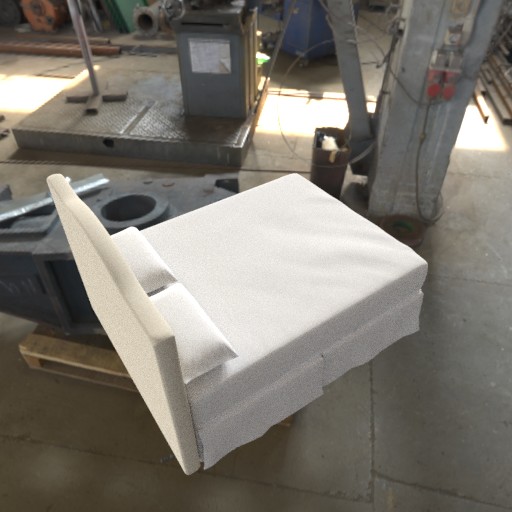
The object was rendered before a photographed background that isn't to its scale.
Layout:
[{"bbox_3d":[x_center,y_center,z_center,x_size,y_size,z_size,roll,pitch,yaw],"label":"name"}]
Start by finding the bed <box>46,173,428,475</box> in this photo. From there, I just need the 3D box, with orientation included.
[{"bbox_3d":[0.000,0.000,3.274,2.196,1.449,1.741,-25,47,-25],"label":"bed"}]
